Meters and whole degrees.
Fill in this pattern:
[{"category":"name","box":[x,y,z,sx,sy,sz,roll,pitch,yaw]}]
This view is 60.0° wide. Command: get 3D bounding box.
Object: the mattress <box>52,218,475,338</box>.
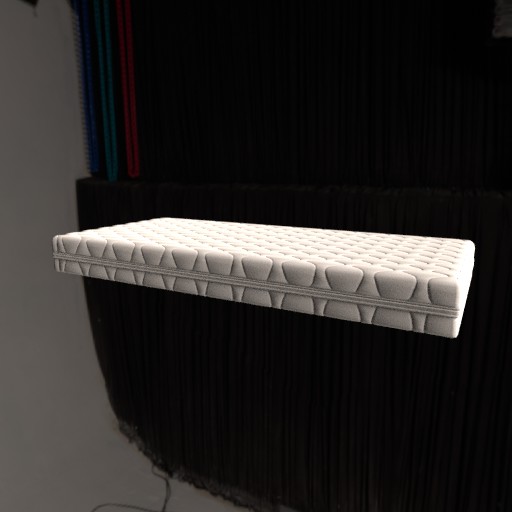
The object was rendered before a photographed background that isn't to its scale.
[{"category":"mattress","box":[0.000,0.000,2.296,2.000,0.200,0.900,6,14,27]}]
